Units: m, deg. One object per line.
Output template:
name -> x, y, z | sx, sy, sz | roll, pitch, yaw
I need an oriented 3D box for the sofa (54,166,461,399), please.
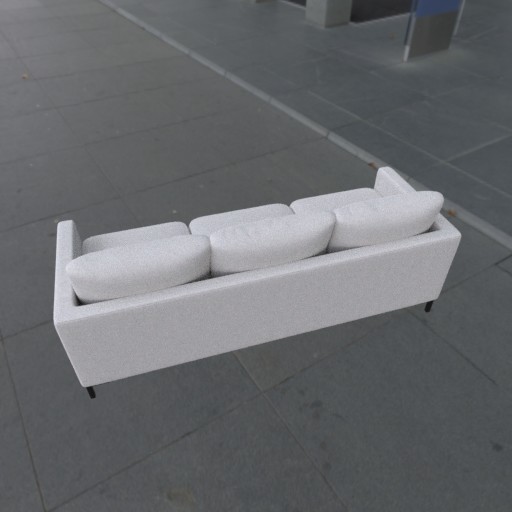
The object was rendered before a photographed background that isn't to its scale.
sofa -> 0.000, 0.000, 2.725 | 2.218, 0.874, 0.859 | -12, 42, -13
